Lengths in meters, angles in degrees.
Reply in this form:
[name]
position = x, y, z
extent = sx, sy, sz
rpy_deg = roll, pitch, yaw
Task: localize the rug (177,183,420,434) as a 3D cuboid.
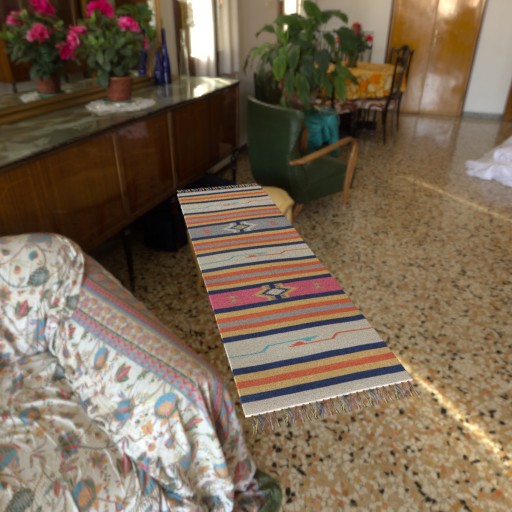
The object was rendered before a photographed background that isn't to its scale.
[rug]
position = 0.000, 0.000, 2.671
extent = 0.695, 0.017, 2.455
rpy_deg = -8, 30, -13
